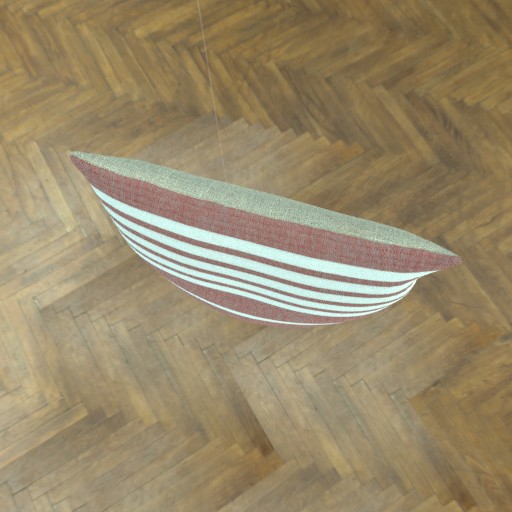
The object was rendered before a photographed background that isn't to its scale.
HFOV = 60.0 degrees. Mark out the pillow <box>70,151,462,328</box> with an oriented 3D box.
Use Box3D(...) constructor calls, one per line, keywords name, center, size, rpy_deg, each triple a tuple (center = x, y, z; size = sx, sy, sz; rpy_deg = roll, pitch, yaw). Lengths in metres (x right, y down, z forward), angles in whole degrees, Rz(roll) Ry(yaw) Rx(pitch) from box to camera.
Box3D(name="pillow", center=(0.000, 0.000, 0.664), size=(0.439, 0.427, 0.182), rpy_deg=(15, 76, 4))
